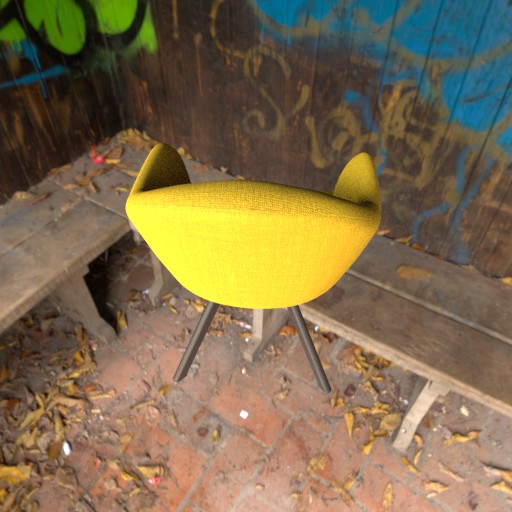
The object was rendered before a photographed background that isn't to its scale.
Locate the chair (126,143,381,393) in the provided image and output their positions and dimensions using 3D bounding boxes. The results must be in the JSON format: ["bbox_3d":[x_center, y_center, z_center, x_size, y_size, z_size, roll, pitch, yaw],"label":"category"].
[{"bbox_3d":[0.000,0.000,1.209,0.590,0.795,0.550,3,46,3],"label":"chair"}]
